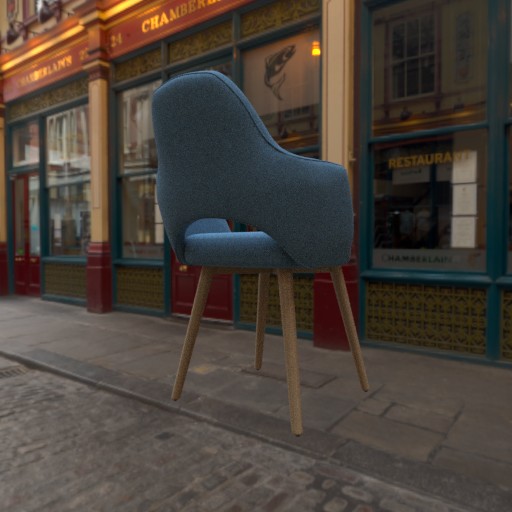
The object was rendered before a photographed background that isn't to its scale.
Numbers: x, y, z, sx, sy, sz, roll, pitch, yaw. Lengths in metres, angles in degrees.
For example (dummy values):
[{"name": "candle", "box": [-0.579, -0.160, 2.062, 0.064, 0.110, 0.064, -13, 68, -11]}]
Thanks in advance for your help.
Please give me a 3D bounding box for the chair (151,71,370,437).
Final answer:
[{"name": "chair", "box": [0.000, 0.000, 1.371, 0.589, 0.920, 0.666, 1, 1, 36]}]
